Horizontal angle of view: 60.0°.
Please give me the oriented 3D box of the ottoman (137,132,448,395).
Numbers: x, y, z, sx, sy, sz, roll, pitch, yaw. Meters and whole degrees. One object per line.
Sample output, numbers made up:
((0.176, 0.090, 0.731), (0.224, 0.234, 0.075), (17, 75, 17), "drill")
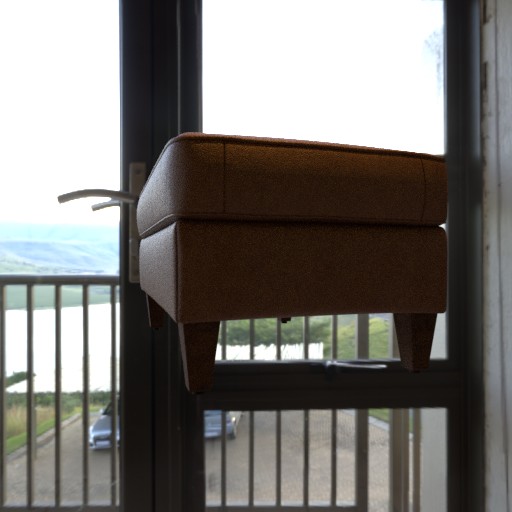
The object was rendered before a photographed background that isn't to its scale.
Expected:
((0.000, 0.000, 1.190), (0.584, 0.483, 0.864), (0, 0, -18), "ottoman")
